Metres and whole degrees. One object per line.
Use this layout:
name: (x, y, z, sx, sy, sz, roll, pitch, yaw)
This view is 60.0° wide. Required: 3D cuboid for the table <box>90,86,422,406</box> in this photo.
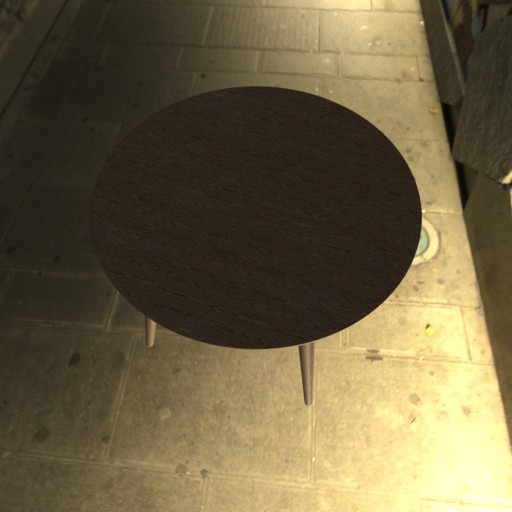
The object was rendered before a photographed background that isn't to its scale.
table: (0.000, 0.000, 1.767, 1.053, 0.786, 1.053, 0, 59, 0)
